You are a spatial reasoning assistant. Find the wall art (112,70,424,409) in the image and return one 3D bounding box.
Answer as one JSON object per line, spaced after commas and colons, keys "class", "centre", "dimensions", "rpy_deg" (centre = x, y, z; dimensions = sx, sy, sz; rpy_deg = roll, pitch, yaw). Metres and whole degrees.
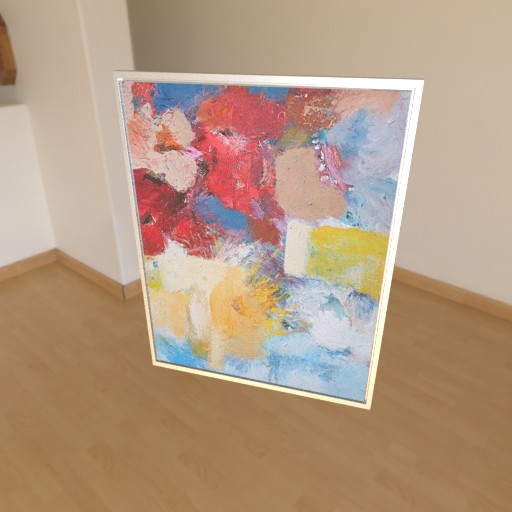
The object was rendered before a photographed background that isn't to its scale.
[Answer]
{"class": "wall art", "centre": [0.000, 0.000, 1.375], "dimensions": [0.816, 1.046, 0.030], "rpy_deg": [8, 28, 14]}
